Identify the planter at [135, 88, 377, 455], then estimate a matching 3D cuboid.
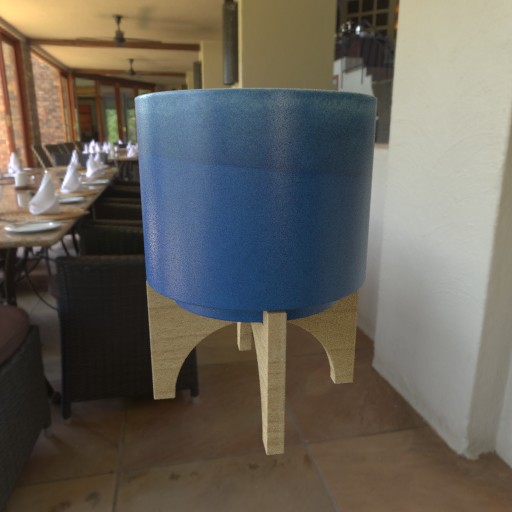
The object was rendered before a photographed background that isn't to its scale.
[{"bbox_3d":[0.000,0.000,0.396,0.192,0.263,0.192,0,15,0],"label":"planter"}]
